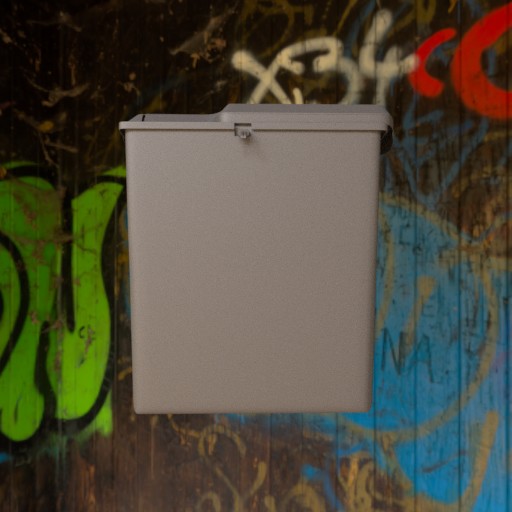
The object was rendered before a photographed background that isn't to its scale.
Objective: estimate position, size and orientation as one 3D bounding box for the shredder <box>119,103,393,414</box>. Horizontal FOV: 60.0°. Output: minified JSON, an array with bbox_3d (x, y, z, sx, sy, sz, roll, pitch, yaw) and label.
[{"bbox_3d":[0.000,0.000,0.521,0.320,0.335,0.170,0,0,-1],"label":"shredder"}]
